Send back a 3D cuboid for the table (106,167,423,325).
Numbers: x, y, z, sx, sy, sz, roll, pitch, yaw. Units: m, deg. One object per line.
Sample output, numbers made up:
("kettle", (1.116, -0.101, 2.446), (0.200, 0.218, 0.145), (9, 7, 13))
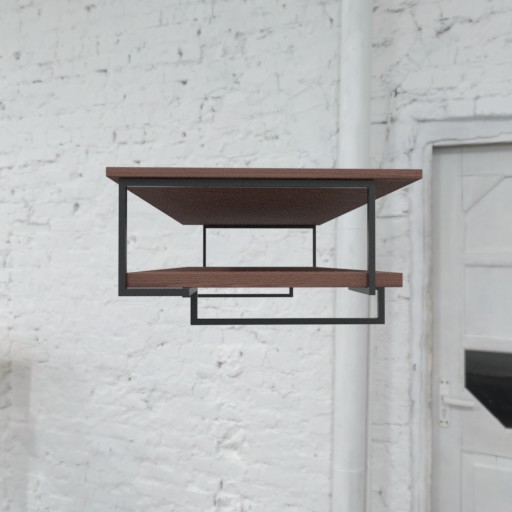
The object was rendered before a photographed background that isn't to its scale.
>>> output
("table", (0.000, 0.000, 1.504), (0.651, 0.347, 1.197), (0, -1, -2))
